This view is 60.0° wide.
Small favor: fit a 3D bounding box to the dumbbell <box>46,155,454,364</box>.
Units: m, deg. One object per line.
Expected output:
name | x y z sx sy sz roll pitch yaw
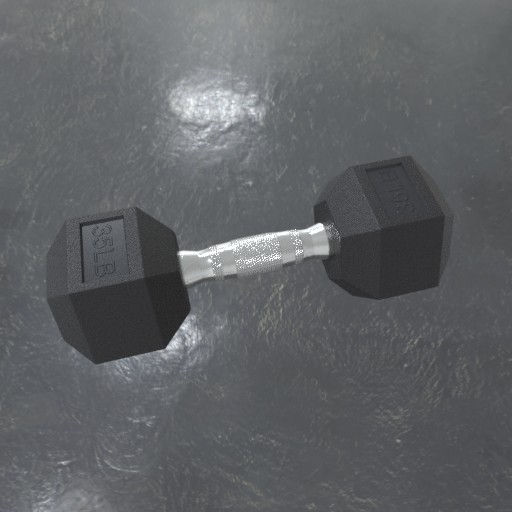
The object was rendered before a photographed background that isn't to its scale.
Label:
dumbbell | 0.000 0.000 0.419 0.356 0.123 0.141 -12 59 -7
